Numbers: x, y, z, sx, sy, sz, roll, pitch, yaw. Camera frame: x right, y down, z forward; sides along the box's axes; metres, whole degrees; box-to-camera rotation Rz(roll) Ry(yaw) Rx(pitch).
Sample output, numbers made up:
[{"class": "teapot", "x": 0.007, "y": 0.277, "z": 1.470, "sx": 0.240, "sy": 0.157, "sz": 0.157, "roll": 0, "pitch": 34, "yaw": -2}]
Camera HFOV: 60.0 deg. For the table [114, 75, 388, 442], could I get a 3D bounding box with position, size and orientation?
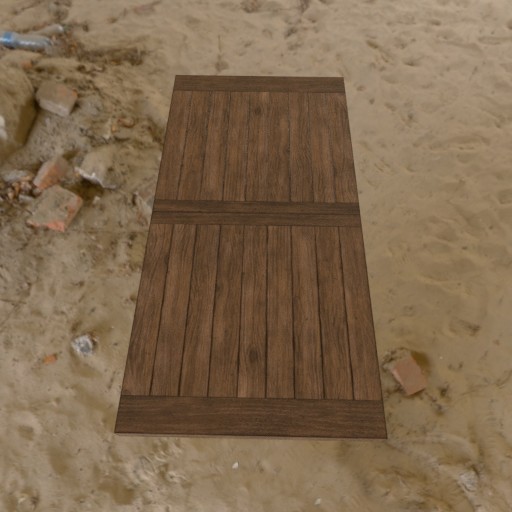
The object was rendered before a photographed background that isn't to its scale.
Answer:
[{"class": "table", "x": 0.000, "y": 0.000, "z": 2.307, "sx": 0.931, "sy": 0.757, "sz": 1.867, "roll": 1, "pitch": 59, "yaw": 1}]
